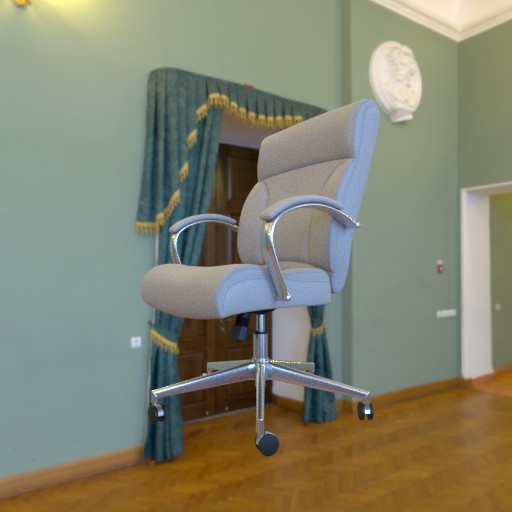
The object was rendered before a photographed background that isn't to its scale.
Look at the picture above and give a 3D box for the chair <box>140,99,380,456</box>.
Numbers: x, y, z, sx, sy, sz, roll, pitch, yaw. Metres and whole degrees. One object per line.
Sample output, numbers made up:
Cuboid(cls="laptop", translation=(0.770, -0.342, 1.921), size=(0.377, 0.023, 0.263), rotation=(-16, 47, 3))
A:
Cuboid(cls="chair", translation=(0.000, 0.000, 1.614), size=(0.745, 1.099, 0.727), rotation=(1, -1, -35))
